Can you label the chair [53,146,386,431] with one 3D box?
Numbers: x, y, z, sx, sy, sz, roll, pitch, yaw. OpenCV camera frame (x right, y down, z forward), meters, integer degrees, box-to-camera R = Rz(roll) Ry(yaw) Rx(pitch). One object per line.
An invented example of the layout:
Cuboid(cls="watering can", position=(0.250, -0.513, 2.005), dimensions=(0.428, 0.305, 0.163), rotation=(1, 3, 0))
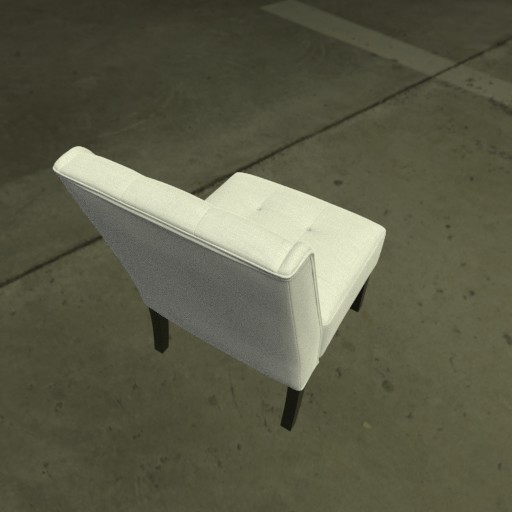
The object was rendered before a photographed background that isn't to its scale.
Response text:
Cuboid(cls="chair", position=(0.000, 0.000, 1.277), dimensions=(0.569, 0.853, 0.676), rotation=(25, 52, 21))
